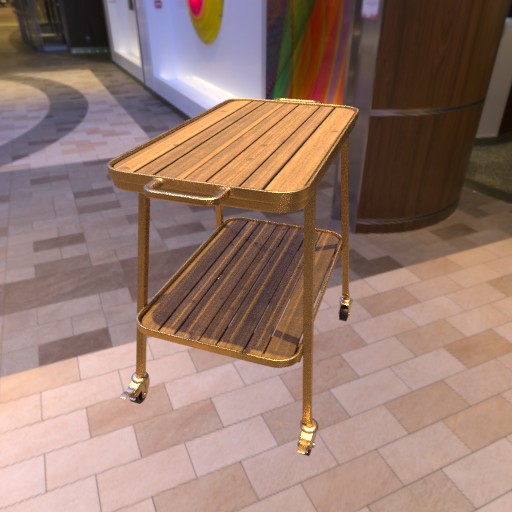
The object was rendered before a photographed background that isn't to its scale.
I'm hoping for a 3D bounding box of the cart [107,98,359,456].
[{"bbox_3d":[0.000,0.000,1.245,0.524,0.700,0.806,10,32,17],"label":"cart"}]
